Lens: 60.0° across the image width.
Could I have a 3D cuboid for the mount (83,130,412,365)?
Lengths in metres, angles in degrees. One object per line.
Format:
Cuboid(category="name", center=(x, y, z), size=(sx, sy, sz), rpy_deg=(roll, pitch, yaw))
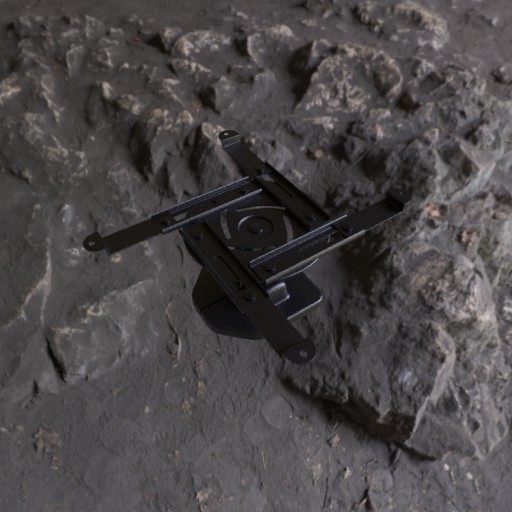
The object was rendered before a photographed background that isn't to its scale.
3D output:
Cuboid(category="mount", center=(0.000, 0.000, 0.606), size=(0.394, 0.141, 0.394), rpy_deg=(-26, 52, -22))
